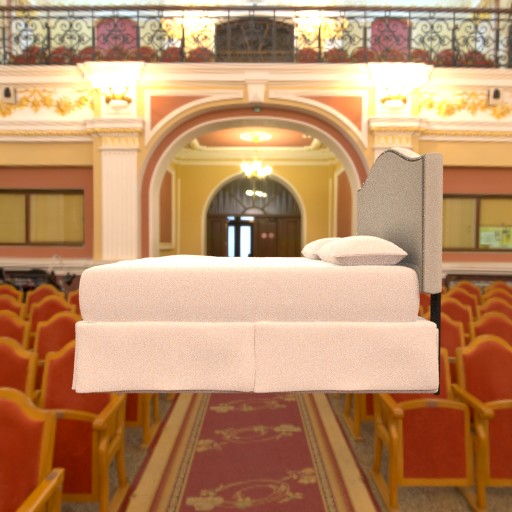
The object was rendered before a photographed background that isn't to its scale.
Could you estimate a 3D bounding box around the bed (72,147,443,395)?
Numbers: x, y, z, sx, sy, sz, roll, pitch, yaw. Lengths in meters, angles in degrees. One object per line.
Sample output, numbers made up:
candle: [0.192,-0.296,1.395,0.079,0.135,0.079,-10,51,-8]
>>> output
bed: [0.000,0.000,3.412,2.180,1.607,1.813,0,2,0]
